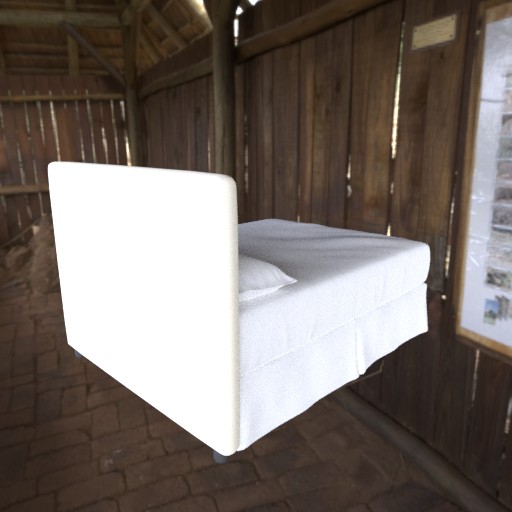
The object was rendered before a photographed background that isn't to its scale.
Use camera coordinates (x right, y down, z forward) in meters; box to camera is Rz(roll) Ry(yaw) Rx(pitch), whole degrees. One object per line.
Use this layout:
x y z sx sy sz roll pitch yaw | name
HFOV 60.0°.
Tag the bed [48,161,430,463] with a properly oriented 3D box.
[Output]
0.000 0.000 3.118 1.714 1.330 2.147 14 20 43 | bed
